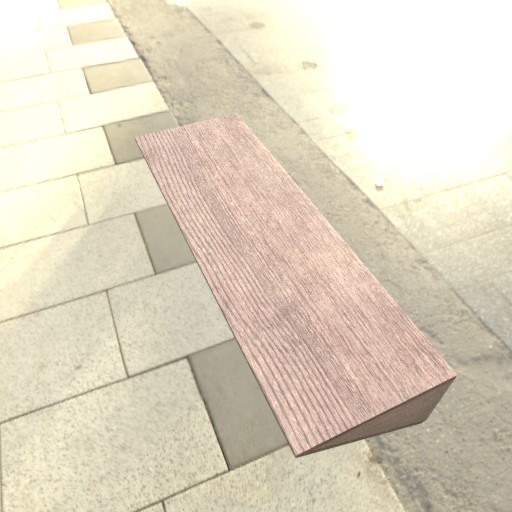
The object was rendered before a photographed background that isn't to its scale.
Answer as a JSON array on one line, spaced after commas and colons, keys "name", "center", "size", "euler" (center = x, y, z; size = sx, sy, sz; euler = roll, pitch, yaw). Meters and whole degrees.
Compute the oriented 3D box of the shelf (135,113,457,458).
[{"name": "shelf", "center": [0.000, 0.000, 0.687], "size": [0.200, 0.125, 0.610], "euler": [-19, 50, -17]}]
